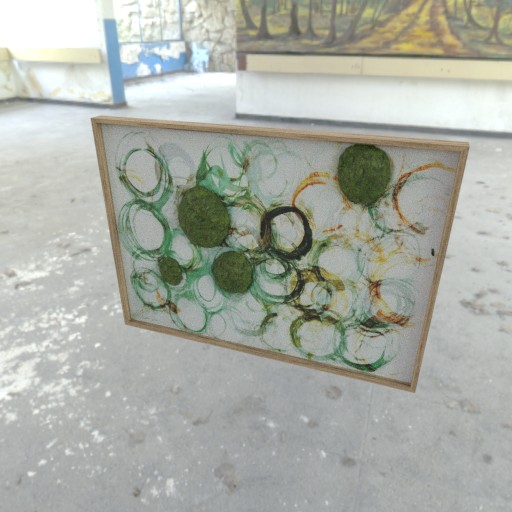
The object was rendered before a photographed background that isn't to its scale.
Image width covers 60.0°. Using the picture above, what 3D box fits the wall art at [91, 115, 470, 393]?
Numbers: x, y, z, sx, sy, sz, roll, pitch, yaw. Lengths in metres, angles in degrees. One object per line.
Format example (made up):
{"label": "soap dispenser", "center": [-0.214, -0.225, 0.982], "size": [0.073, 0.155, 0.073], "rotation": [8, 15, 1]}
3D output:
{"label": "wall art", "center": [0.000, 0.000, 1.089], "size": [0.841, 0.609, 0.063], "rotation": [9, 29, 17]}
